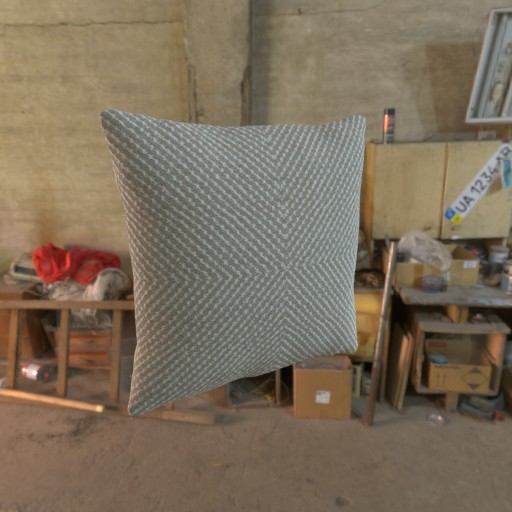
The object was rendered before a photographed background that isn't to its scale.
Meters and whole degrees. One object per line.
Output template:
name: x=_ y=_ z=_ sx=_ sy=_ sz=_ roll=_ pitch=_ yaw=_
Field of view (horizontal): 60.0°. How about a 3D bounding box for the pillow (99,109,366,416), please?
pillow: x=0.000 y=0.000 z=0.740 sx=0.459 sy=0.458 sz=0.181 roll=-8 pitch=17 yaw=-28
